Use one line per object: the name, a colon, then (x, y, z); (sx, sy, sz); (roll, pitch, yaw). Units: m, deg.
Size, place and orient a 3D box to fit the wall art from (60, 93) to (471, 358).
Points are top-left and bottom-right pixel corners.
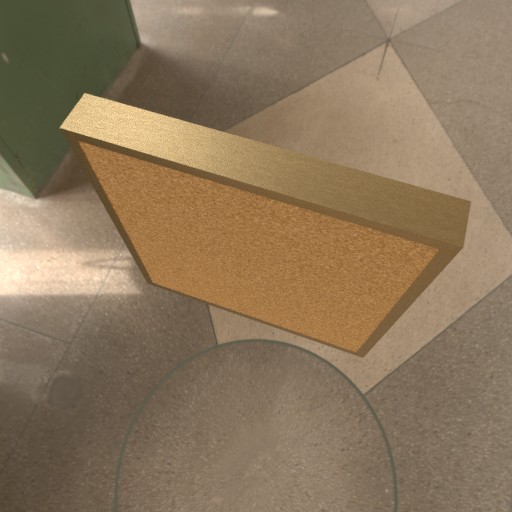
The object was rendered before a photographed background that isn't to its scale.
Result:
wall art: (0.000, 0.000, 0.459); (0.304, 0.305, 0.038); (18, 65, 9)
